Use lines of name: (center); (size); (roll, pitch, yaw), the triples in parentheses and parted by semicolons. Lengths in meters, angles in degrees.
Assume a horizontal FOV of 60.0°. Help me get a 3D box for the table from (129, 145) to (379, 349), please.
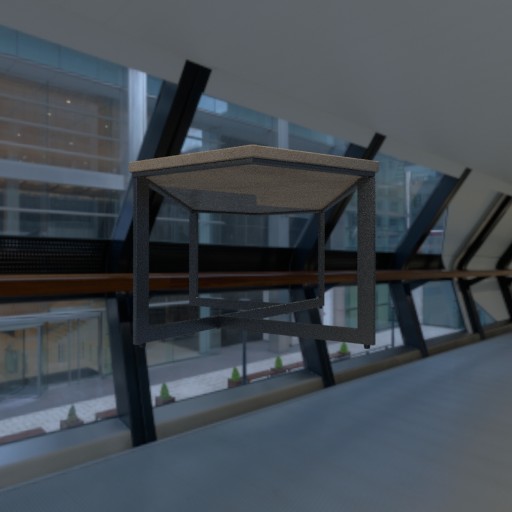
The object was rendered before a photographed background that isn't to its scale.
table: (0.000, 0.000, 1.521); (0.609, 0.457, 1.219); (0, 0, 1)
